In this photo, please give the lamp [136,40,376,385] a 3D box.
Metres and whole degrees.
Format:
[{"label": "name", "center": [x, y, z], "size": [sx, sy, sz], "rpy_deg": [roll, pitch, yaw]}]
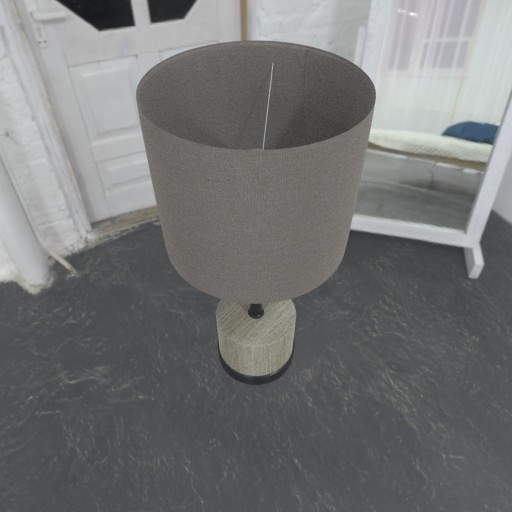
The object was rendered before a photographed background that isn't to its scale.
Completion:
[{"label": "lamp", "center": [0.000, 0.000, 0.593], "size": [0.229, 0.470, 0.229], "rpy_deg": [31, 53, 27]}]
